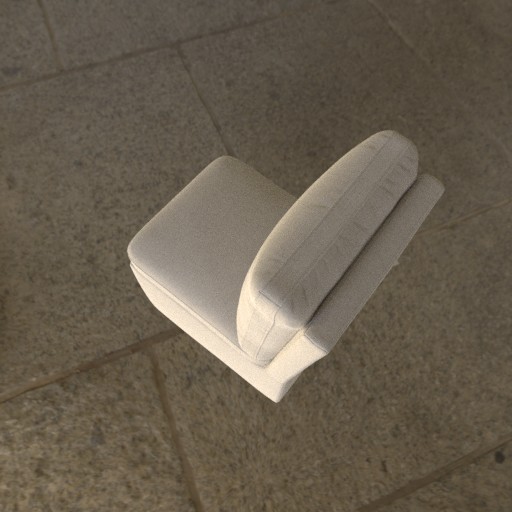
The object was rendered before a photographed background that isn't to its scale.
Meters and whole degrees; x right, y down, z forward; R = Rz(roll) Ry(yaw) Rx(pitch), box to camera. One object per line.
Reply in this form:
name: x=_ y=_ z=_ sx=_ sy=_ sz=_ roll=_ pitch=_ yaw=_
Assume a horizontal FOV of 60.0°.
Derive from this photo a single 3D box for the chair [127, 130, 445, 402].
chair: x=0.000 y=0.000 z=1.325 sx=0.698 sy=0.927 sz=0.503 roll=35 pitch=68 yaw=16
